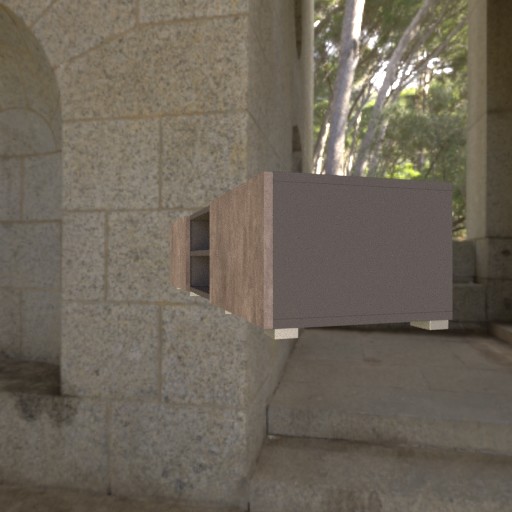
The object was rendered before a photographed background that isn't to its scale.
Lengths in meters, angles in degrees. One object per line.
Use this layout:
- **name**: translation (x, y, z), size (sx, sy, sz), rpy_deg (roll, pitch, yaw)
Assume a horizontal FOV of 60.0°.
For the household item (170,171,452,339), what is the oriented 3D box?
- **household item**: translation (0.000, 0.000, 1.537), size (0.420, 0.310, 1.400), rpy_deg (0, 0, -18)
